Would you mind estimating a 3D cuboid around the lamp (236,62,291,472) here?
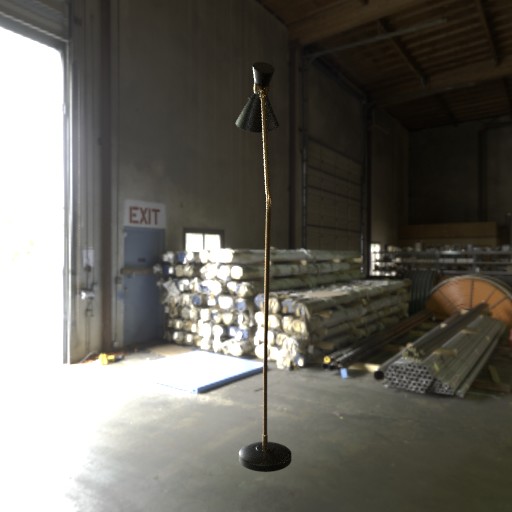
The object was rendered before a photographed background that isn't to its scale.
[{"bbox_3d":[0.000,0.000,1.608,0.277,1.438,0.467,0,0,20],"label":"lamp"}]
